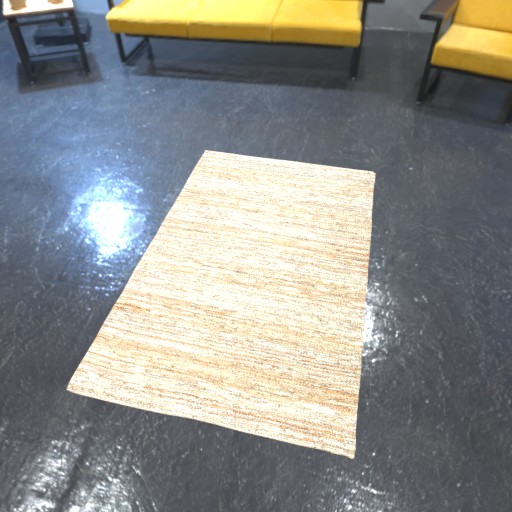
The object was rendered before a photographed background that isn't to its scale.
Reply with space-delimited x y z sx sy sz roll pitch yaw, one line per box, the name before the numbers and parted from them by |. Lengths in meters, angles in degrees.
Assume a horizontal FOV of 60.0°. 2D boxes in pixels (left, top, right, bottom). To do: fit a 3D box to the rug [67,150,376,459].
rug | 0.000 0.000 3.065 1.529 0.009 2.446 9 46 9
